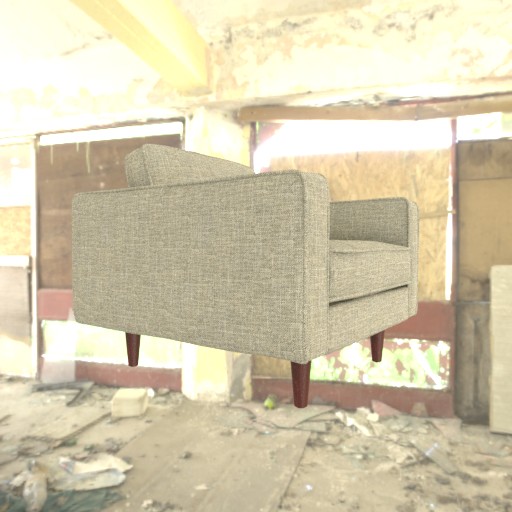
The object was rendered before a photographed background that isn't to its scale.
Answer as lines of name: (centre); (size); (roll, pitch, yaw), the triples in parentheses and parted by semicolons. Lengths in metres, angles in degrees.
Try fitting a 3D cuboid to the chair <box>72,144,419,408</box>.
chair: (0.000, 0.000, 1.567); (0.914, 0.765, 0.889); (1, 2, 36)
